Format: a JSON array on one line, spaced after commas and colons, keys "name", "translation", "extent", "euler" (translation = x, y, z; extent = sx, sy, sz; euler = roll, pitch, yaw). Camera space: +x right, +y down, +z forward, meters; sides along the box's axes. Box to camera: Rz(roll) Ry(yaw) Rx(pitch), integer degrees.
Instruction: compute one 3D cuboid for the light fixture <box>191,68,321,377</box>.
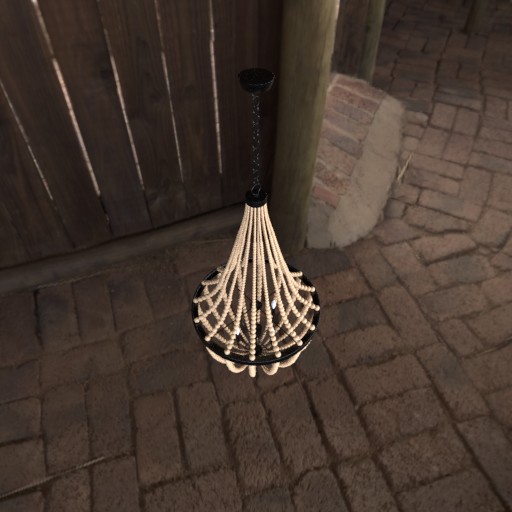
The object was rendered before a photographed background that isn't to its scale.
[{"name": "light fixture", "translation": [0.000, 0.000, 1.362], "extent": [0.450, 1.133, 0.450], "euler": [0, 47, 0]}]
